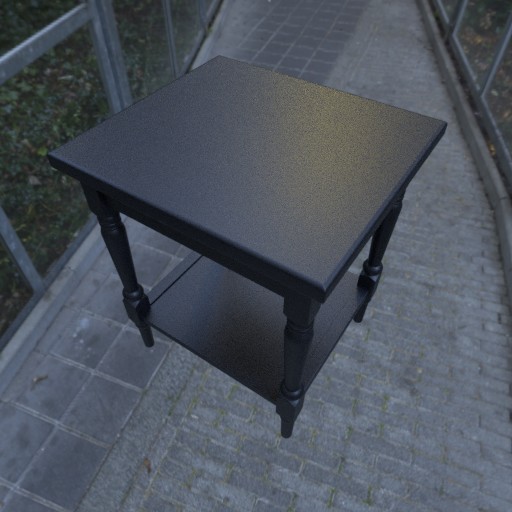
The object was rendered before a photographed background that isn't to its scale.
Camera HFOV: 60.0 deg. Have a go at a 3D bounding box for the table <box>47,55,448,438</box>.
[{"bbox_3d":[0.000,0.000,0.922,0.488,0.565,0.442,26,52,23],"label":"table"}]
